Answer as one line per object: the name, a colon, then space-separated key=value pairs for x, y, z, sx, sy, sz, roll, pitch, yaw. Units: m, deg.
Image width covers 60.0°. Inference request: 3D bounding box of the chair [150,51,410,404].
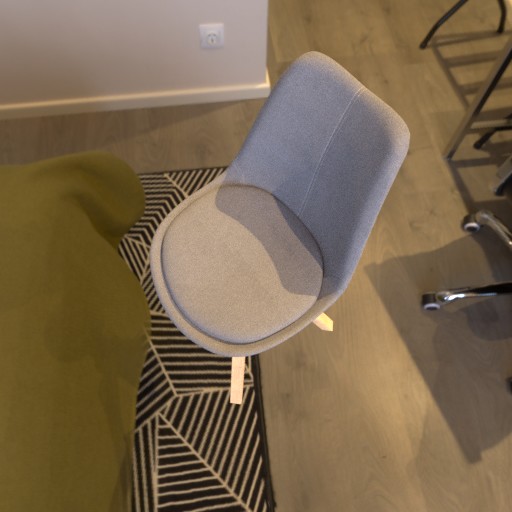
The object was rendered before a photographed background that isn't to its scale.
chair: x=0.000 y=0.000 z=1.179 sx=0.549 sy=0.863 sz=0.474 roll=-34 pitch=68 yaw=-16
